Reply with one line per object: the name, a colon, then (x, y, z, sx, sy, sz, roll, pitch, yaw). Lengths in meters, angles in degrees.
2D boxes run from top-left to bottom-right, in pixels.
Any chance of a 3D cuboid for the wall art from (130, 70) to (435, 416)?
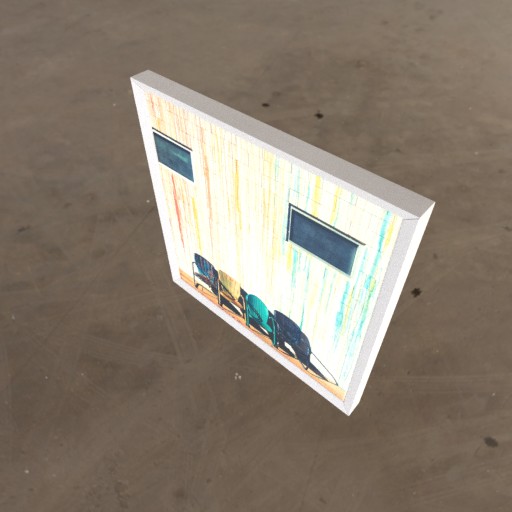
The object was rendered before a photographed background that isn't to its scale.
wall art: (0.000, 0.000, 0.789, 0.508, 0.508, 0.037, 33, 55, 27)
